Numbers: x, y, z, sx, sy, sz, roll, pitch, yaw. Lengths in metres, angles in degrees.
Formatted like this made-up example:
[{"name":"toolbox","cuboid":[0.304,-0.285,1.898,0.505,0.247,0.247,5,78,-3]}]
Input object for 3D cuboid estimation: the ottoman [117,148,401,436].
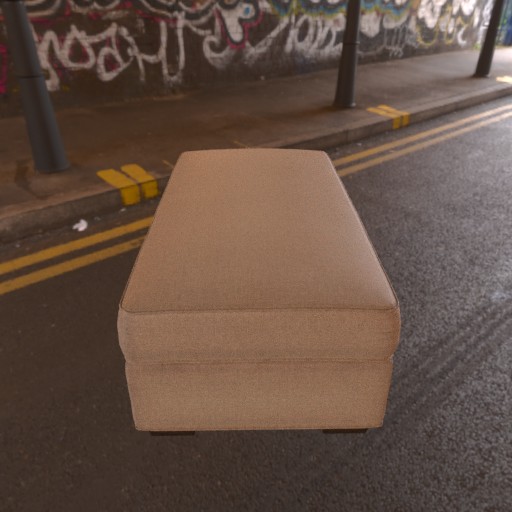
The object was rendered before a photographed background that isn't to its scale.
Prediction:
[{"name":"ottoman","cuboid":[0.000,0.000,1.464,0.617,0.448,1.097,0,31,-1]}]
